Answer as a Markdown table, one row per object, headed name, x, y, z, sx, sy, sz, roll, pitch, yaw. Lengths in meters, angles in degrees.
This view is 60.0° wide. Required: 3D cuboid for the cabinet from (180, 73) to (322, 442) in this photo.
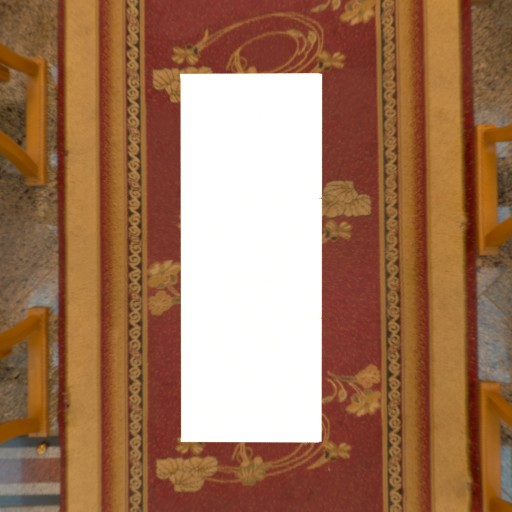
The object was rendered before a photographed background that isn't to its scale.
| name | x | y | z | sx | sy | sz | roll | pitch | yaw |
| --- | --- | --- | --- | --- | --- | --- | --- | --- | --- |
| cabinet | 0.000 | 0.000 | 2.508 | 0.510 | 1.910 | 1.290 | 0 | 91 | 1 |
